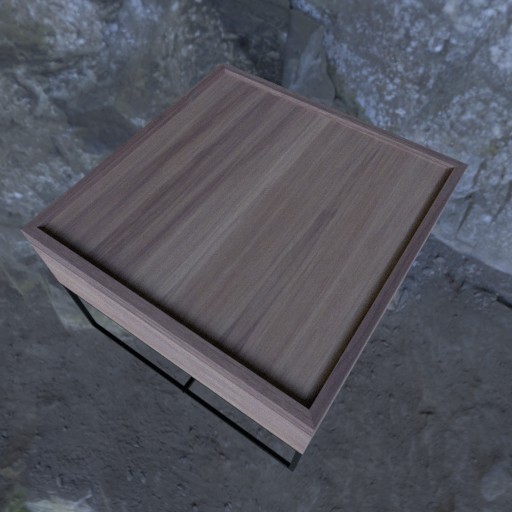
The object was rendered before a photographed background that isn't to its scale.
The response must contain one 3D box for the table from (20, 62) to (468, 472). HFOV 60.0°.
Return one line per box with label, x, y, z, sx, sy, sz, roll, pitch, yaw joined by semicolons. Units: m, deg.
table;0.000;0.000;1.124;0.676;0.464;0.679;30;62;18
